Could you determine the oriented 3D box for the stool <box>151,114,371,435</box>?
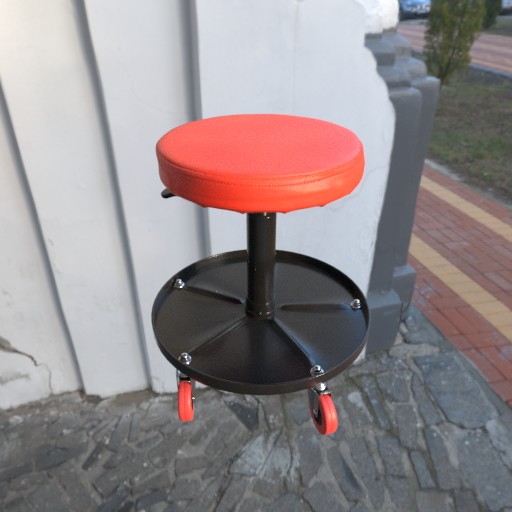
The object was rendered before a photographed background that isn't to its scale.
[{"bbox_3d":[0.000,0.000,0.676,0.382,0.365,0.381,1,31,2],"label":"stool"}]
